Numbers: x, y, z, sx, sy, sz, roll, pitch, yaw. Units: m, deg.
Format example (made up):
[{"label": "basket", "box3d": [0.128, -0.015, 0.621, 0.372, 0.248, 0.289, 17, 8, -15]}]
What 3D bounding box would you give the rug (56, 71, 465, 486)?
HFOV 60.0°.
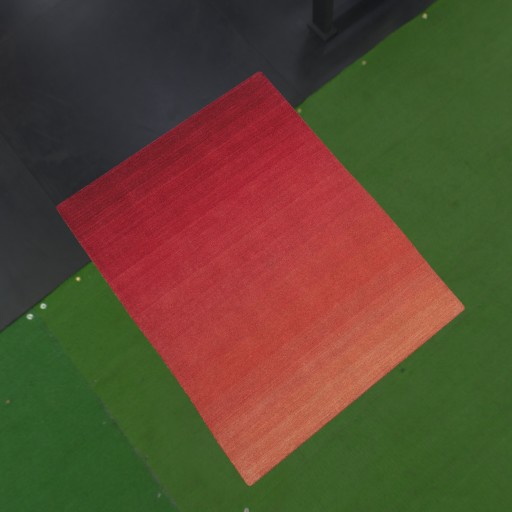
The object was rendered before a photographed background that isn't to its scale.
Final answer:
[{"label": "rug", "box3d": [0.000, 0.000, 3.892, 2.340, 0.028, 2.905, -36, 79, -8]}]
